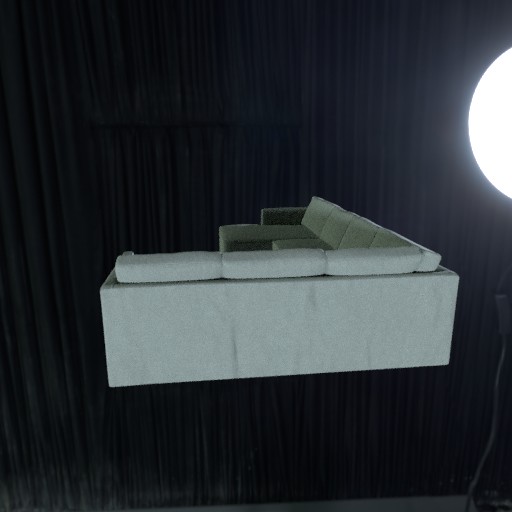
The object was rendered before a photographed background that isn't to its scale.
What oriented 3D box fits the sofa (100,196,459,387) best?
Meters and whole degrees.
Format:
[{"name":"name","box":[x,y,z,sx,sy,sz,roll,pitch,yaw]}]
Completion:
[{"name":"sofa","box":[0.000,0.000,4.622,2.440,0.869,3.434,-2,14,-7]}]
